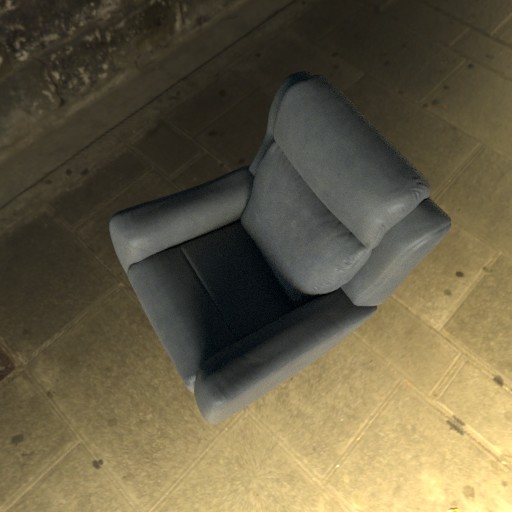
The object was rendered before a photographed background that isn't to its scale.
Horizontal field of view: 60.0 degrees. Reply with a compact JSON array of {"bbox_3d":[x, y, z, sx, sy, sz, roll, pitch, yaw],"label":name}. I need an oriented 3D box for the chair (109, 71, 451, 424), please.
[{"bbox_3d":[0.000,0.000,1.933,1.068,1.116,0.965,-29,67,-14],"label":"chair"}]
